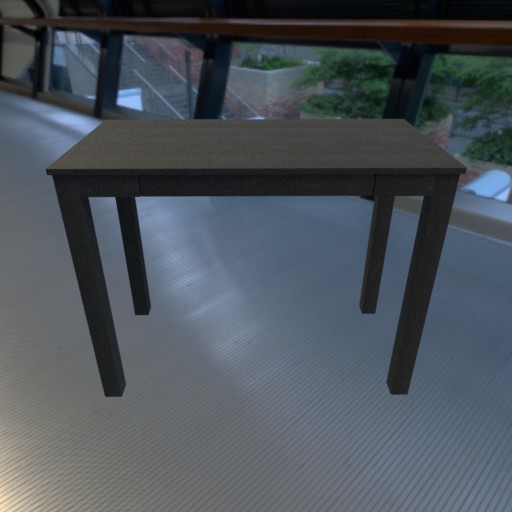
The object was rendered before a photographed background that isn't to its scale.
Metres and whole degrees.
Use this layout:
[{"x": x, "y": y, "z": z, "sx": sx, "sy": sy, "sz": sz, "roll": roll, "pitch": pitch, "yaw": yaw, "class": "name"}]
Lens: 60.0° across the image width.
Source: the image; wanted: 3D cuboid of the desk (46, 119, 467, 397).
[{"x": 0.000, "y": 0.000, "z": 1.447, "sx": 0.991, "sy": 0.762, "sz": 0.499, "roll": 0, "pitch": 30, "yaw": -1, "class": "desk"}]
